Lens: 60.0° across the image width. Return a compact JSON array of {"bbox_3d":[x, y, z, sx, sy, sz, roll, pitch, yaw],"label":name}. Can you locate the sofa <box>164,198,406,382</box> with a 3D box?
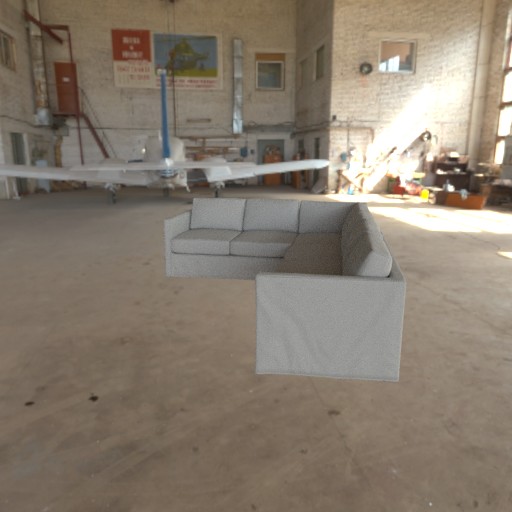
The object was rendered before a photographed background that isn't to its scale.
[{"bbox_3d":[0.000,0.000,4.420,2.432,0.871,3.182,2,13,10],"label":"sofa"}]
